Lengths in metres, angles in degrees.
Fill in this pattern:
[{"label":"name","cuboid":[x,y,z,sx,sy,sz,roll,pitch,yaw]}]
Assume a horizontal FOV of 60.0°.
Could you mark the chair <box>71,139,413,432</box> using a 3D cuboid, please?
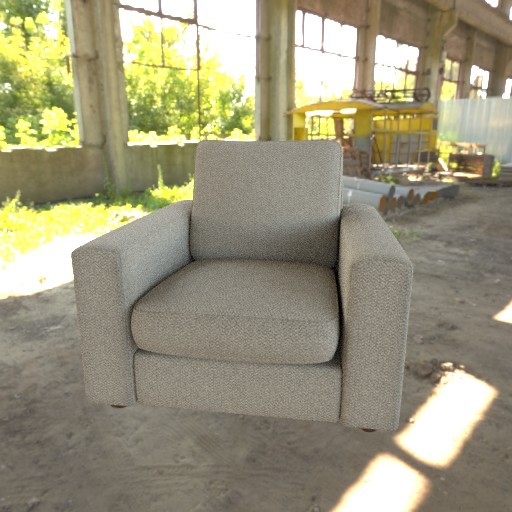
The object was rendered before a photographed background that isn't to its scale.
[{"label":"chair","cuboid":[0.000,0.000,1.731,1.005,0.873,1.016,2,15,8]}]
